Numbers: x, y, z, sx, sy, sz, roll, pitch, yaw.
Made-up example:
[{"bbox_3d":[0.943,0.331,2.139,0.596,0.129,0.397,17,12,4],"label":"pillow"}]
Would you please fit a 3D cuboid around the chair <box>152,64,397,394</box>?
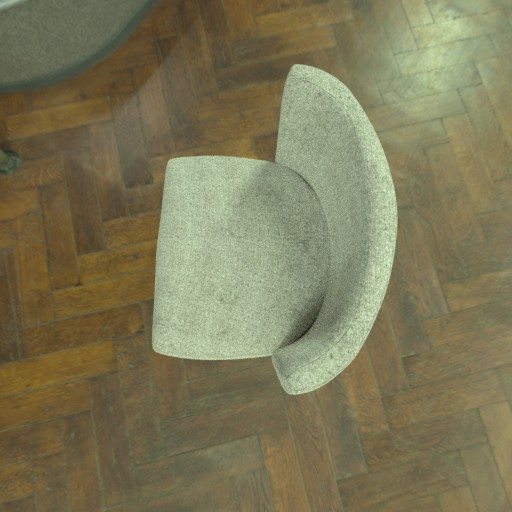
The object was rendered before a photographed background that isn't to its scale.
[{"bbox_3d":[0.000,0.000,1.291,0.575,0.827,0.728,1,76,0],"label":"chair"}]
